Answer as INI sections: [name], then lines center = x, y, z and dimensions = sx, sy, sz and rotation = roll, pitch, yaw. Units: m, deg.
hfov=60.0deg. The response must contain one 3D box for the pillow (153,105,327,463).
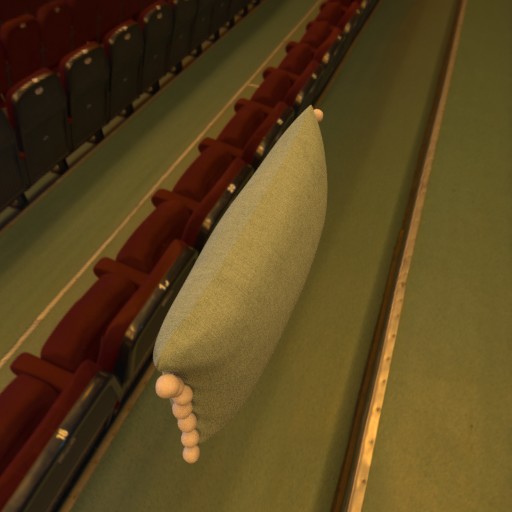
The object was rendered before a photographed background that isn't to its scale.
[pillow]
center = 0.000, 0.000, 0.841
dimensions = 0.201, 0.322, 0.709
rotation = 16, 49, 14
